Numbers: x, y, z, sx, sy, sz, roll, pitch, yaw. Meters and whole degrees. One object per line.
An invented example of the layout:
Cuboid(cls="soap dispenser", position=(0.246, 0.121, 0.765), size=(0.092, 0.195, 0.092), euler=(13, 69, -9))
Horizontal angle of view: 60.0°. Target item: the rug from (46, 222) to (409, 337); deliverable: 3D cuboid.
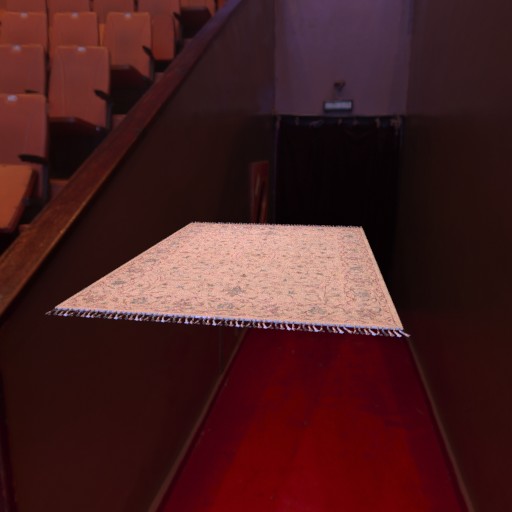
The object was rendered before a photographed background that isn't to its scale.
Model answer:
Cuboid(cls="rug", position=(0.000, 0.000, 2.321), size=(1.247, 0.008, 1.802), euler=(2, 15, 8))
